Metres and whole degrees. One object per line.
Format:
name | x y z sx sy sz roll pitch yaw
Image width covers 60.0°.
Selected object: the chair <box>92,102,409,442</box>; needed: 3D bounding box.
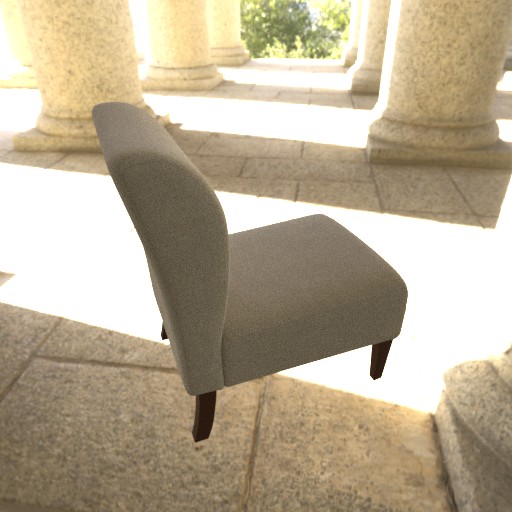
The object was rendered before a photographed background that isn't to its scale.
chair | 0.000 0.000 1.301 0.754 0.833 0.521 -11 32 -18
